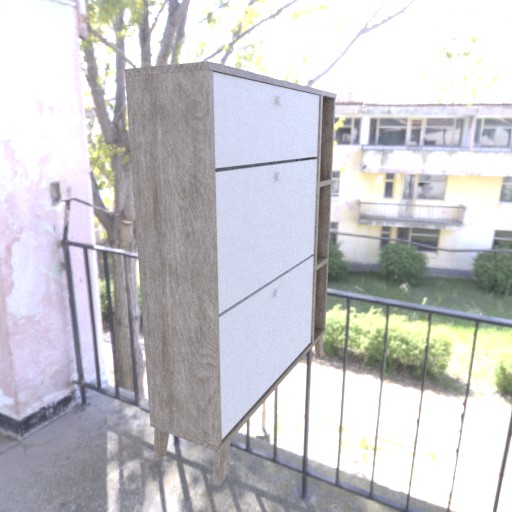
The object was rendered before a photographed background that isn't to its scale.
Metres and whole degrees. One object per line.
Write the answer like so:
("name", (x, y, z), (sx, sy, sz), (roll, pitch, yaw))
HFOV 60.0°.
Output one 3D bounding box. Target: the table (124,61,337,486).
("table", (0.000, 0.000, 1.563), (0.256, 1.135, 0.902), (8, 17, 27))
